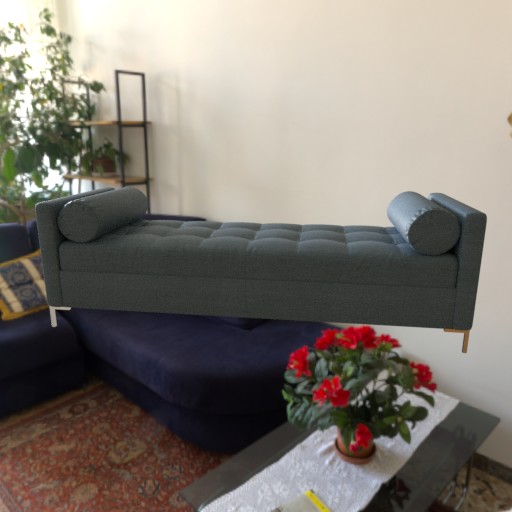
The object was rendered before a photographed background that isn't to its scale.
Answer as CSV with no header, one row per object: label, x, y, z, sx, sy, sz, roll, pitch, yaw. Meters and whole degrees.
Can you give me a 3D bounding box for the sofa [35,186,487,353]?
sofa,0.000,0.000,2.311,1.981,0.635,0.686,2,15,8
